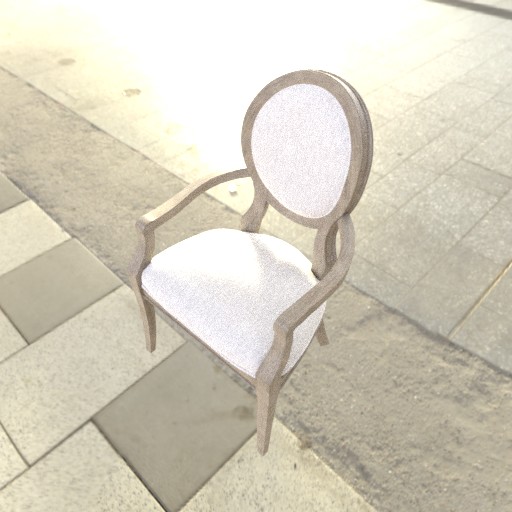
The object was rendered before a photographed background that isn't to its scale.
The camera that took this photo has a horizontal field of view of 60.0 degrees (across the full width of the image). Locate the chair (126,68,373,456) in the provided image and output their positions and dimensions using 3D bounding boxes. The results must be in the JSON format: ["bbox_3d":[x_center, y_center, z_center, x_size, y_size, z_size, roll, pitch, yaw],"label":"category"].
[{"bbox_3d":[0.000,0.000,1.391,0.611,0.991,0.602,33,53,28],"label":"chair"}]
